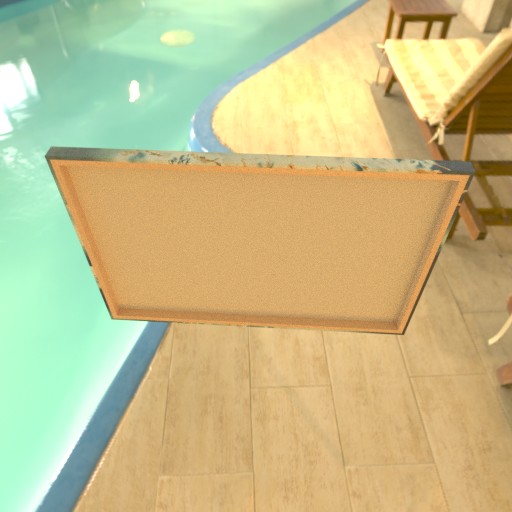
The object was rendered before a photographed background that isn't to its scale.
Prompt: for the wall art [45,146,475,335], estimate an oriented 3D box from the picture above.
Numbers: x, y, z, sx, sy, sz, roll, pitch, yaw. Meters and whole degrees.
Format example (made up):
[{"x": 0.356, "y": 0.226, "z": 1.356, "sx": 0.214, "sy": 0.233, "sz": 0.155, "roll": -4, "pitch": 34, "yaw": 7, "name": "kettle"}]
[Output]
[{"x": 0.000, "y": 0.000, "z": 1.171, "sx": 0.912, "sy": 0.608, "sz": 0.038, "roll": 3, "pitch": 47, "yaw": 2, "name": "wall art"}]
